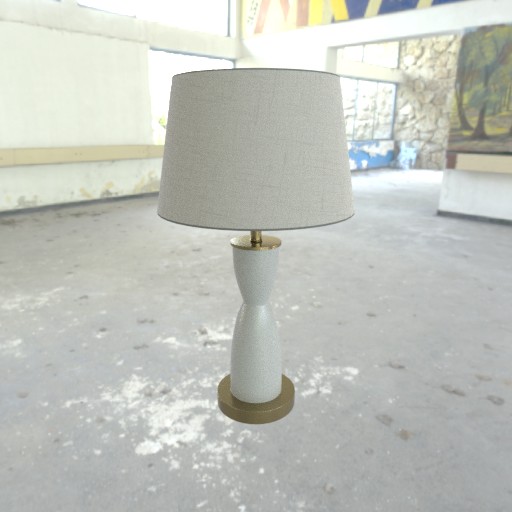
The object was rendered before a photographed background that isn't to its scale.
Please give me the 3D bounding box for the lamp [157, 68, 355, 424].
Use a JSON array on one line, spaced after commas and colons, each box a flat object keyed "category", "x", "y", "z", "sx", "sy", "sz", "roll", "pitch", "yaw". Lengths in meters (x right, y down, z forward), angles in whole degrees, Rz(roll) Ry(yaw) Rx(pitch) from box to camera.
[{"category": "lamp", "x": 0.000, "y": 0.000, "z": 0.730, "sx": 0.309, "sy": 0.545, "sz": 0.309, "roll": 0, "pitch": 16, "yaw": 0}]
